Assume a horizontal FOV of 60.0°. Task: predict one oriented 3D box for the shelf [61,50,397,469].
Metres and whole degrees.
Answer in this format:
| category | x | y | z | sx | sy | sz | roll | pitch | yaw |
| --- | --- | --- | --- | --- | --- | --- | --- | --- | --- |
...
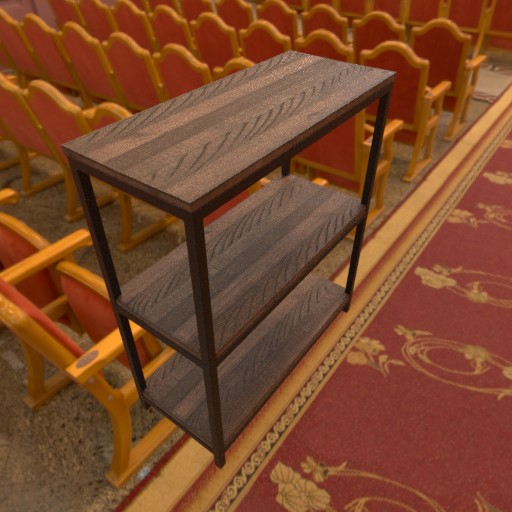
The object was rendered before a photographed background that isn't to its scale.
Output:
| category | x | y | z | sx | sy | sz | roll | pitch | yaw |
| --- | --- | --- | --- | --- | --- | --- | --- | --- | --- |
| shelf | 0.000 | 0.000 | 1.354 | 0.352 | 0.947 | 0.822 | 26 | 46 | 27 |
